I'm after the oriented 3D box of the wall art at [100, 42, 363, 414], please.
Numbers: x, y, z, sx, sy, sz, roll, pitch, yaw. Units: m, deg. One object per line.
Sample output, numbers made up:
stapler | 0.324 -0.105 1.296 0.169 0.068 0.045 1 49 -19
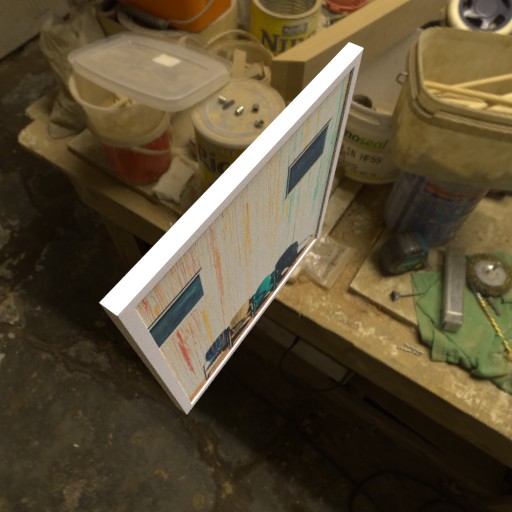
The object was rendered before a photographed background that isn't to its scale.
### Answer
wall art | 0.000 0.000 1.139 0.036 0.760 0.760 31 65 17
